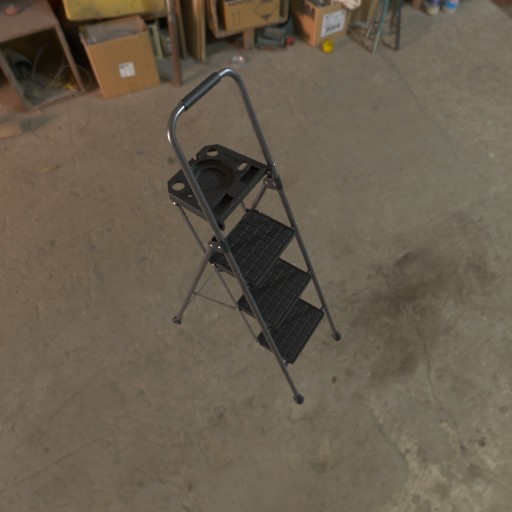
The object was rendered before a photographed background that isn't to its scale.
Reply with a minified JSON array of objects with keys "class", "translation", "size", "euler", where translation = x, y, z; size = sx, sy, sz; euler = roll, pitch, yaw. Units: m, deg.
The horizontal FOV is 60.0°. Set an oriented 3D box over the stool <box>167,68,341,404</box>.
[{"class":"stool","translation":[0.000,0.000,1.606],"size":[0.733,1.277,0.396],"euler":[29,61,18]}]
